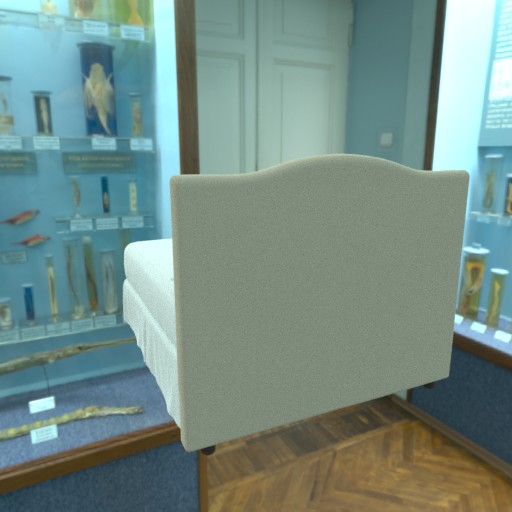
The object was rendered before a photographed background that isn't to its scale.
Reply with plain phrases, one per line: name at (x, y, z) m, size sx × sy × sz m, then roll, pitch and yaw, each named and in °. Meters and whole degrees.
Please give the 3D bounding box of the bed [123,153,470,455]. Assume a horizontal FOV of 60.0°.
bed at (0.000, 0.000, 3.264) m, size 1.753 × 1.460 × 2.143 m, roll -6°, pitch 14°, yaw -25°
